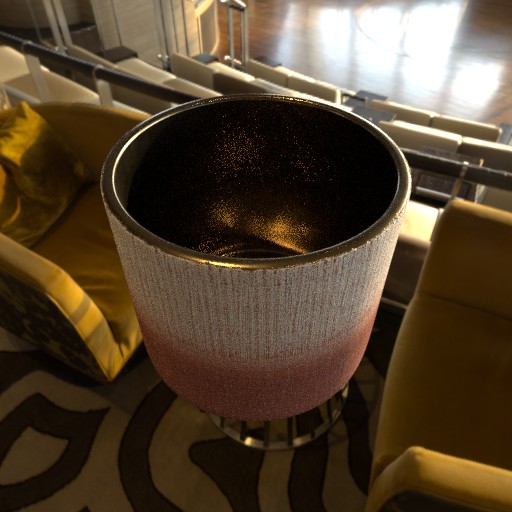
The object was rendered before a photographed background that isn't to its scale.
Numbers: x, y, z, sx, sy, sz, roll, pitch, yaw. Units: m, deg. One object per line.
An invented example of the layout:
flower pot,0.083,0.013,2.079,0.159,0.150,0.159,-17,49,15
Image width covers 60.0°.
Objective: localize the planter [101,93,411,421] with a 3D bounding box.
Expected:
planter,0.000,0.000,0.310,0.178,0.157,0.178,0,45,0
